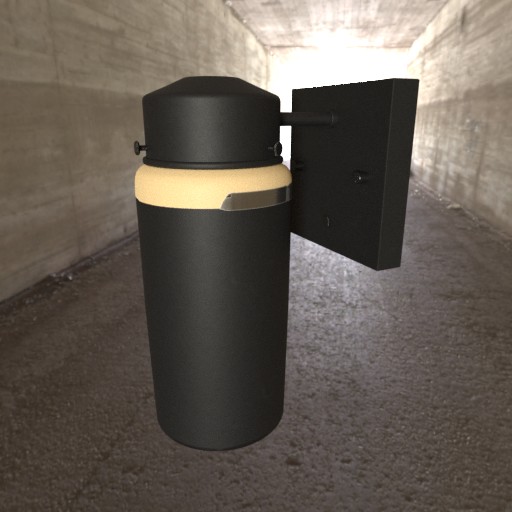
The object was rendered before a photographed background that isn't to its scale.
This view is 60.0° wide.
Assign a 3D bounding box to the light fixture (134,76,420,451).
[{"bbox_3d":[0.000,0.000,0.347,0.176,0.257,0.130,-8,19,-24],"label":"light fixture"}]
